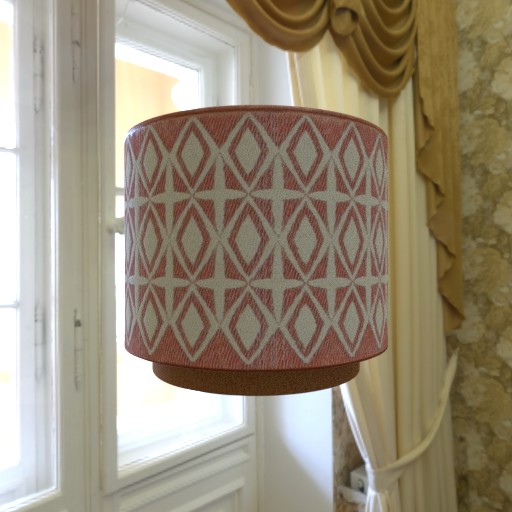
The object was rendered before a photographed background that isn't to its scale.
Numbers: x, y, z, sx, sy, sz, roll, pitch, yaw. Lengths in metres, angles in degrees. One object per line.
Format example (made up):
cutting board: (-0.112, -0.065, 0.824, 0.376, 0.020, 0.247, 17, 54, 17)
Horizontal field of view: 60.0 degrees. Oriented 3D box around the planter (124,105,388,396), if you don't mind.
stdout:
planter: (0.000, 0.000, 0.479, 0.273, 0.237, 0.273, 0, 0, 0)
